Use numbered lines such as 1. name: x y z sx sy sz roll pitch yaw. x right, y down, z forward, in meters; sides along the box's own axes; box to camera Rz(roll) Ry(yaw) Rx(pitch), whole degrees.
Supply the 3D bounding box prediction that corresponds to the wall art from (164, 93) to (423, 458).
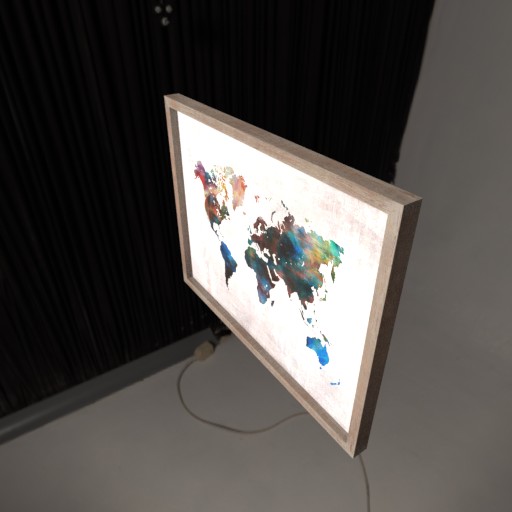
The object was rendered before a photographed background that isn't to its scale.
1. wall art: 0.000 0.000 1.790 0.070 1.009 1.320 -21 38 -29
